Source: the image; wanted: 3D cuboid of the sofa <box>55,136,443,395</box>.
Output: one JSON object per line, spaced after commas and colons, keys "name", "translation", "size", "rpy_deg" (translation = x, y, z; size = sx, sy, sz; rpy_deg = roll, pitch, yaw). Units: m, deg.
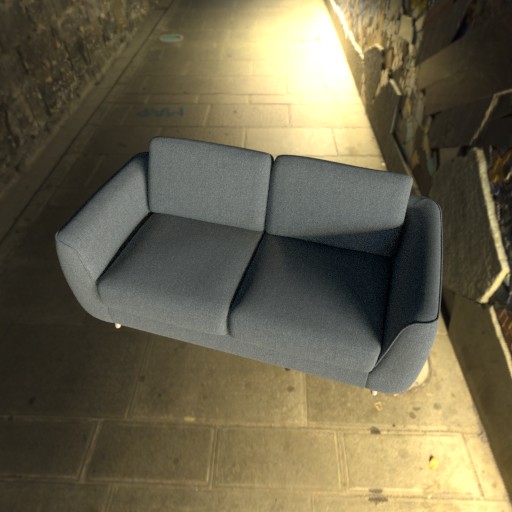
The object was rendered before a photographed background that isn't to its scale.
{"name": "sofa", "translation": [0.000, 0.000, 2.220], "size": [1.700, 0.870, 0.920], "rpy_deg": [12, 43, 13]}
